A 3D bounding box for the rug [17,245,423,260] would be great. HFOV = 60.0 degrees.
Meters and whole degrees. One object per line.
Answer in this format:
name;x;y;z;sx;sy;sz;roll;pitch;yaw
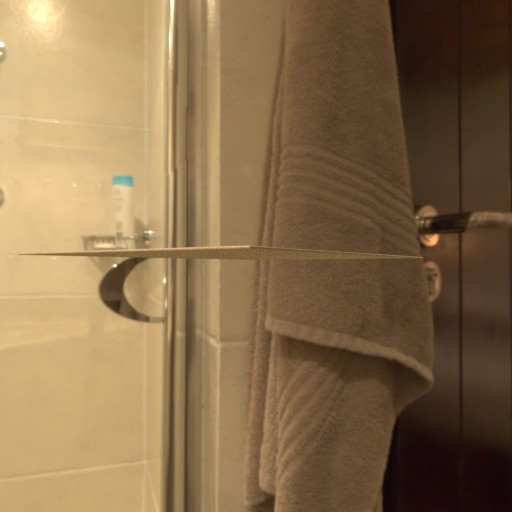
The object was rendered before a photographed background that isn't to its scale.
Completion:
rug;0.000;0.000;2.311;1.236;0.009;1.839;-1;-2;35
